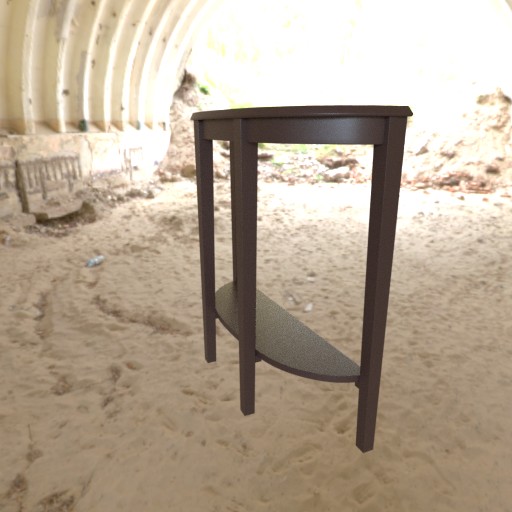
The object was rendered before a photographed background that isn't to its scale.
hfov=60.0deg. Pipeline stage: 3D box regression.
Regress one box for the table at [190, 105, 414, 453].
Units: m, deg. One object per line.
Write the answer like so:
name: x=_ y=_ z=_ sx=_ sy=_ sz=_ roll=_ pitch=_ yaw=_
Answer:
table: x=0.000 y=0.000 z=1.337 sx=0.274 sy=0.831 sz=0.909 roll=-7 pitch=18 yaw=-24
